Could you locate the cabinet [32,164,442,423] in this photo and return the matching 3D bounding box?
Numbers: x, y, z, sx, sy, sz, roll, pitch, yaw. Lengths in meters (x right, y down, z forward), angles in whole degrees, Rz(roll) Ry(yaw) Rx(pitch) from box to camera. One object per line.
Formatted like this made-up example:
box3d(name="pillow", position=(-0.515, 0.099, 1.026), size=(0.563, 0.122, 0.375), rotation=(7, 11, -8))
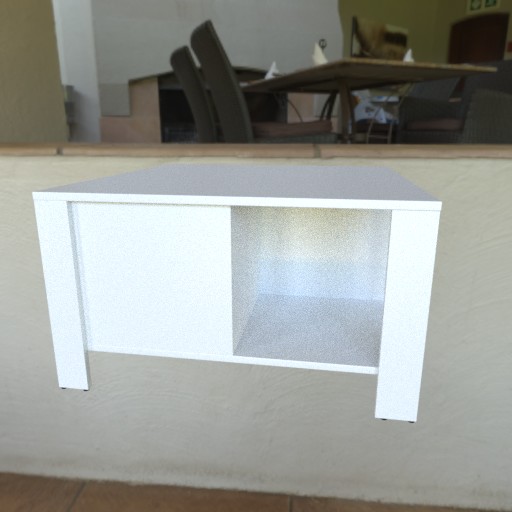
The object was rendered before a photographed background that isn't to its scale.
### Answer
box3d(name="cabinet", position=(0.000, 0.000, 1.288), size=(0.800, 0.460, 0.800), rotation=(3, 16, 9))
